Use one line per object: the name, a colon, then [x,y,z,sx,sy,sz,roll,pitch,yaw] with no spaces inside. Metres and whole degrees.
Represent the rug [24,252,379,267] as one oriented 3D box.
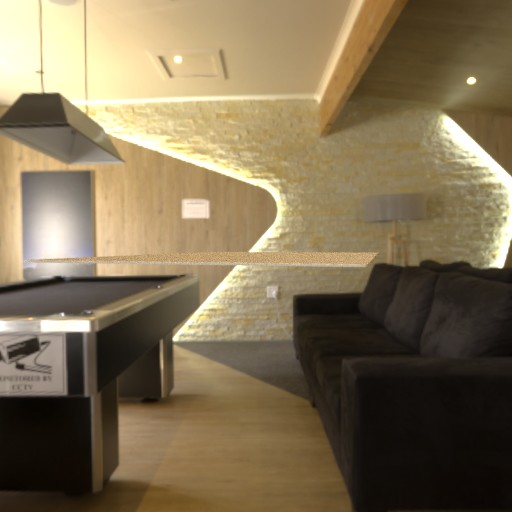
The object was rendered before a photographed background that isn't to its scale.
rug: [0.000,0.000,2.193,1.143,0.008,1.753,0,2,16]
